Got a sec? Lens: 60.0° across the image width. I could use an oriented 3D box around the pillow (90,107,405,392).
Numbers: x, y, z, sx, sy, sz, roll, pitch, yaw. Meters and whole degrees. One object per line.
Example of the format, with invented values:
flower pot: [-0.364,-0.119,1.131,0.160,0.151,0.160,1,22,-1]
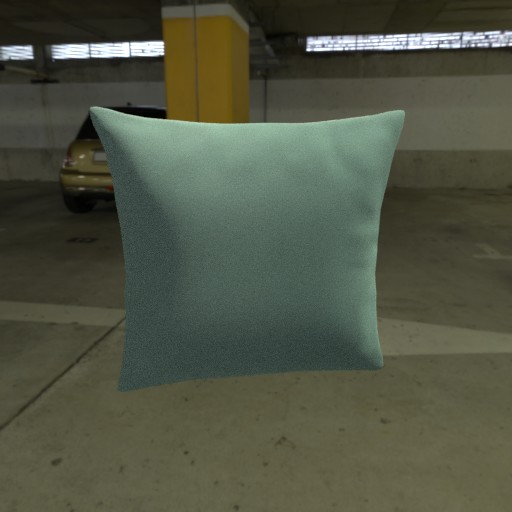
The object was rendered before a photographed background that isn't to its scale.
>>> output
pillow: [0.000,0.000,0.800,0.526,0.507,0.166,-2,15,-9]
